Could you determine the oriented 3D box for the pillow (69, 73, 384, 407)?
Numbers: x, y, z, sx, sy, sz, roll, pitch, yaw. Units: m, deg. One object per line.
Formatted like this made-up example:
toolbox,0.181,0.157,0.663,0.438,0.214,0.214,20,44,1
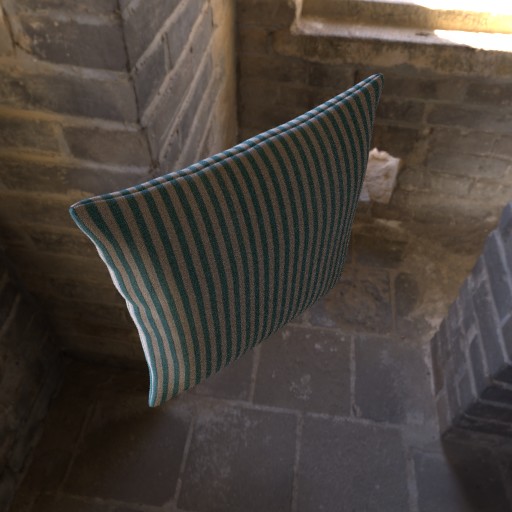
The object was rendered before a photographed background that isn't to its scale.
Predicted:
pillow,0.000,0.000,0.775,0.523,0.510,0.166,-31,54,-25
